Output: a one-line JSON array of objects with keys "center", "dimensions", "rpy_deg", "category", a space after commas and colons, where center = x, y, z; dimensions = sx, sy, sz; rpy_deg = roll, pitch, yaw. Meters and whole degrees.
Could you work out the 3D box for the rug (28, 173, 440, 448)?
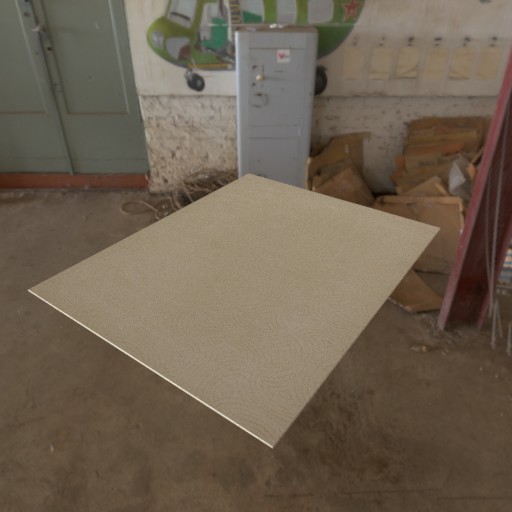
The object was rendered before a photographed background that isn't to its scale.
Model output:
[{"center": [0.000, 0.000, 3.467], "dimensions": [2.073, 0.011, 2.584], "rpy_deg": [22, 39, 29], "category": "rug"}]
